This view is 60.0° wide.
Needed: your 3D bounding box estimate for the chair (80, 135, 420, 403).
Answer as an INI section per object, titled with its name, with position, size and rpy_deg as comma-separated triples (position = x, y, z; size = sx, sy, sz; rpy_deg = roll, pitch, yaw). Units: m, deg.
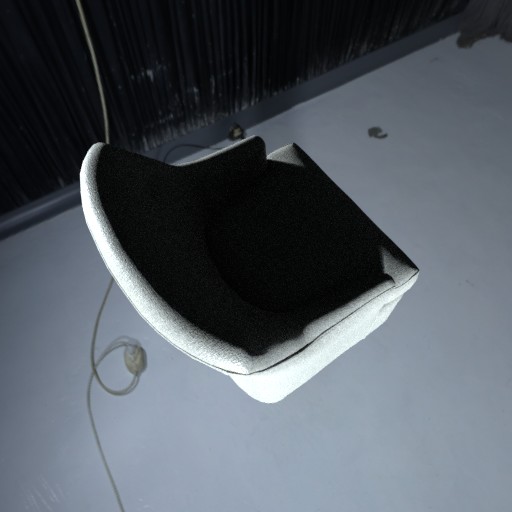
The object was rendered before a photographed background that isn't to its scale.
[chair]
position = 0.000, 0.000, 1.597
size = 0.923, 0.856, 0.864
rpy_deg = -30, 64, -17
